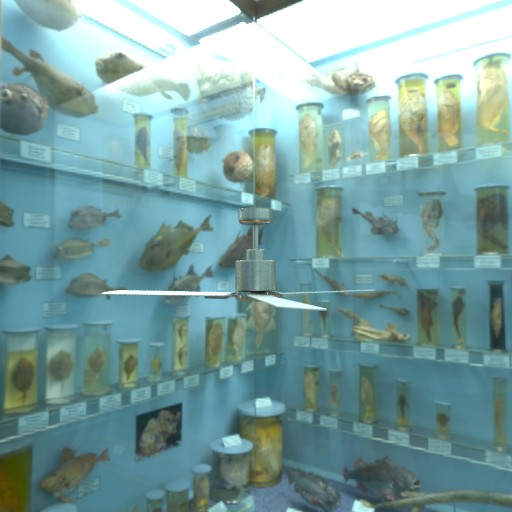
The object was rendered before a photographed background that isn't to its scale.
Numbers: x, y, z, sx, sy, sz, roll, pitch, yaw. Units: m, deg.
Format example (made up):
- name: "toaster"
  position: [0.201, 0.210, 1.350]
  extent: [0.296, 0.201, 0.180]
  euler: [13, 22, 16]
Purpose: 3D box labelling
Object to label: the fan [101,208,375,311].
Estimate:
- name: "fan"
  position: [0.000, 0.000, 2.351]
  extent: [1.561, 0.446, 1.531]
  euler: [-2, -3, 38]
